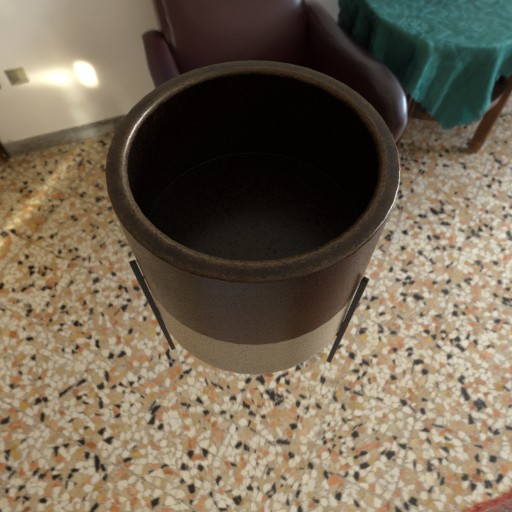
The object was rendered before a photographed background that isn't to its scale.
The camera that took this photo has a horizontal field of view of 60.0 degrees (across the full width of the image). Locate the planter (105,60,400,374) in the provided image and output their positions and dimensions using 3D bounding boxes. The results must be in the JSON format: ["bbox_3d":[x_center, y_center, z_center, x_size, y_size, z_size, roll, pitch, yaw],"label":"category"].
[{"bbox_3d":[0.000,0.000,0.714,0.354,0.465,0.345,31,64,17],"label":"planter"}]
